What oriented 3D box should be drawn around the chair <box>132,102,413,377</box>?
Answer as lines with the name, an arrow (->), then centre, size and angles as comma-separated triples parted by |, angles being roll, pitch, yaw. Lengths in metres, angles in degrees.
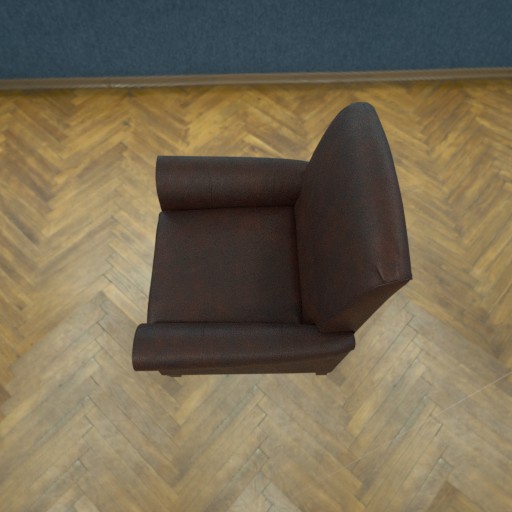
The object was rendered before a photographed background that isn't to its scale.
chair -> 0.000, 0.000, 1.842 | 0.902, 1.061, 0.978 | -1, 59, -1
